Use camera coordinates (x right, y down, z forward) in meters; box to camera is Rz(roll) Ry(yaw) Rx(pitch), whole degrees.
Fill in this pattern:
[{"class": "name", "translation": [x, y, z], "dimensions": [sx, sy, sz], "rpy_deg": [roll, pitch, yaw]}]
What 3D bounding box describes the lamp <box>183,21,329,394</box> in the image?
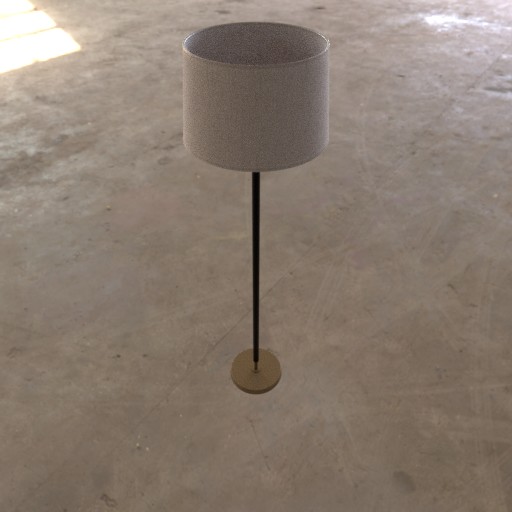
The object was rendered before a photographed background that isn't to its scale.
[{"class": "lamp", "translation": [0.000, 0.000, 1.597], "dimensions": [0.420, 1.447, 0.420], "rpy_deg": [0, 41, 0]}]
